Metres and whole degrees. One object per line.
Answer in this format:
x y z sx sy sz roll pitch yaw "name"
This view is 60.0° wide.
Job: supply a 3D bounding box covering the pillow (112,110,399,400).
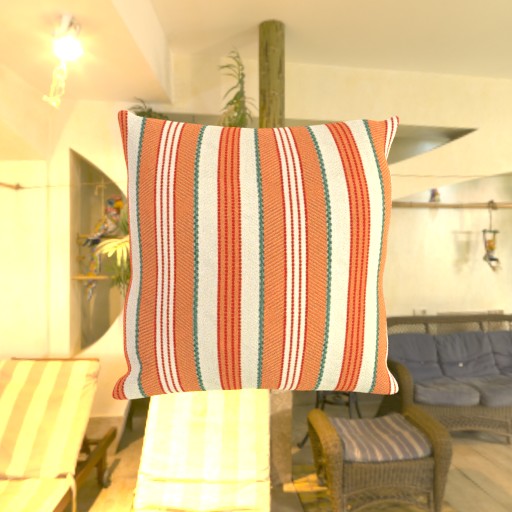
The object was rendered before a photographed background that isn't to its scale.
0.000 0.000 0.673 0.440 0.441 0.182 0 0 -1 "pillow"
